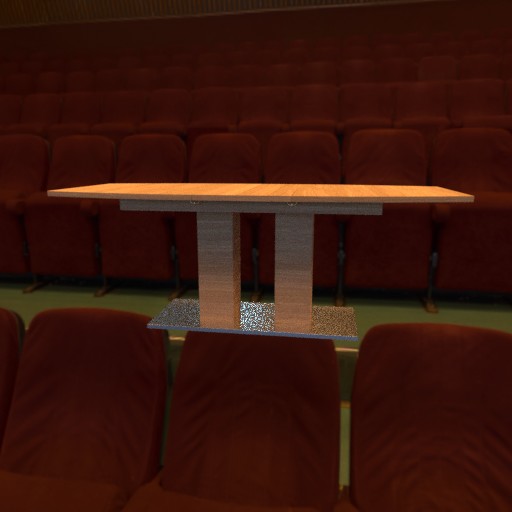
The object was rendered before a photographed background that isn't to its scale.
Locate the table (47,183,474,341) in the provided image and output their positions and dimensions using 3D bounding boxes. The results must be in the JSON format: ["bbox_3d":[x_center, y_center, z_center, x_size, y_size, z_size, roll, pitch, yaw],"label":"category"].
[{"bbox_3d":[0.000,0.000,2.489,2.032,0.750,0.900,2,13,9],"label":"table"}]
